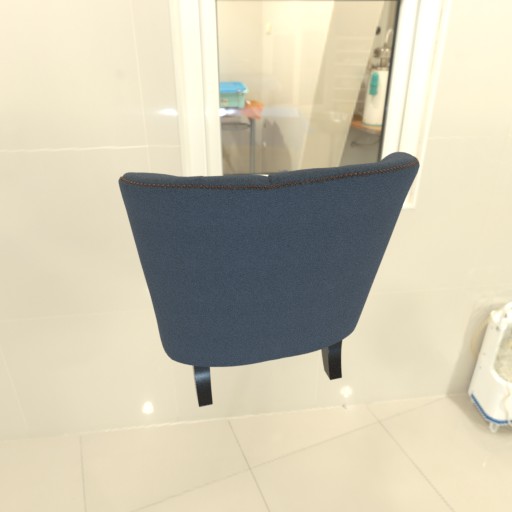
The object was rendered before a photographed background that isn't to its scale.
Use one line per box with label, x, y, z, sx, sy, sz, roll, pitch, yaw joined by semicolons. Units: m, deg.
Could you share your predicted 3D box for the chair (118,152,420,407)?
chair;0.000;0.000;1.587;0.848;0.868;0.906;-7;28;-14
